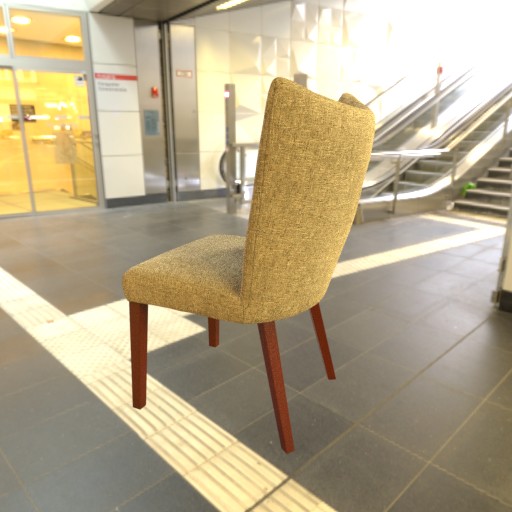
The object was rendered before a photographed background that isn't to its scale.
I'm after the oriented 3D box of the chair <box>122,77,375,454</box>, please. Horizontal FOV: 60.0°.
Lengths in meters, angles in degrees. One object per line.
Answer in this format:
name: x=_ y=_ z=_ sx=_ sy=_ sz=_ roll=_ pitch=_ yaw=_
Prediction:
chair: x=0.000 y=0.000 z=1.303 sx=0.623 sy=0.924 sz=0.535 roll=8 pitch=18 yaw=25
